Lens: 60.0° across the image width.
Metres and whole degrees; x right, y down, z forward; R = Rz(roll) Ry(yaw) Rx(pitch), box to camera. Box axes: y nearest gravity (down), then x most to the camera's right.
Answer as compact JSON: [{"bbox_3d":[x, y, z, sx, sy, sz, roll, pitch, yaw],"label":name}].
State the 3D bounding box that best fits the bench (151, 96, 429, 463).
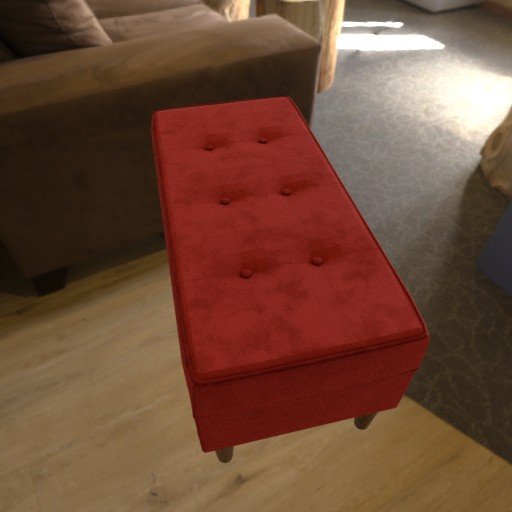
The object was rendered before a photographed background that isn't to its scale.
[{"bbox_3d":[0.000,0.000,1.311,0.492,0.471,1.016,-10,47,-9],"label":"bench"}]
